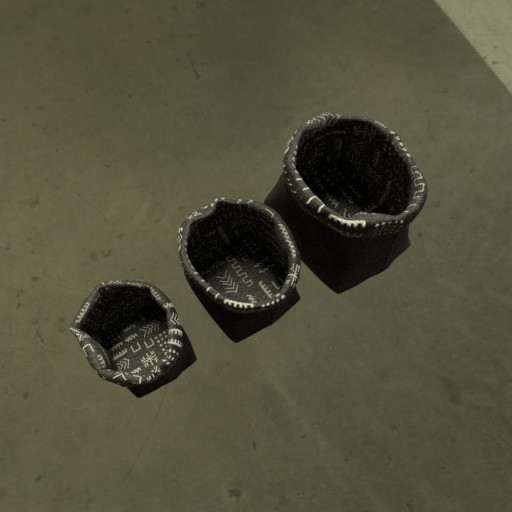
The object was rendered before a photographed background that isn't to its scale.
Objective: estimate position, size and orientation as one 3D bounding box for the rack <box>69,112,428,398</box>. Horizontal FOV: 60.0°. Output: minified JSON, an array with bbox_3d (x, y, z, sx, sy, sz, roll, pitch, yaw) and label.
[{"bbox_3d":[0.000,0.000,1.107,0.905,0.323,0.379,-33,68,-15],"label":"rack"}]
